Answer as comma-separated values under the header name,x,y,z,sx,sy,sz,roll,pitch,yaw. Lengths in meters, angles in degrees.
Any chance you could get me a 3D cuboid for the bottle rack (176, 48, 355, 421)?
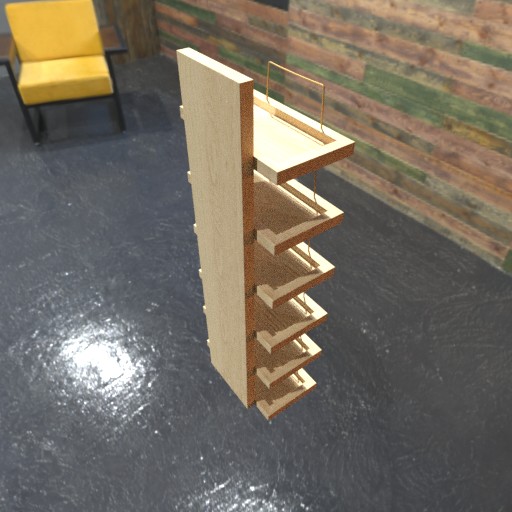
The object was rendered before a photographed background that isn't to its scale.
name,x,y,z,sx,sy,sz,roll,pitch,yaw
bottle rack,0.000,0.000,1.087,0.206,0.943,0.330,-26,48,-26
